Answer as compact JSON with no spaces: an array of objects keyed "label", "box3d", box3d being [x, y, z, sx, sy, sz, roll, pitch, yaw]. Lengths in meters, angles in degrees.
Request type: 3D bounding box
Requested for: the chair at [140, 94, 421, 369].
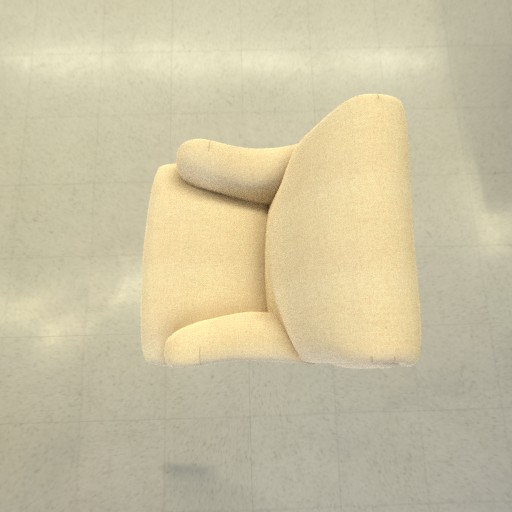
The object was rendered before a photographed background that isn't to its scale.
[{"label":"chair","box3d":[0.000,0.000,1.558,0.842,0.944,0.766,1,77,0]}]
